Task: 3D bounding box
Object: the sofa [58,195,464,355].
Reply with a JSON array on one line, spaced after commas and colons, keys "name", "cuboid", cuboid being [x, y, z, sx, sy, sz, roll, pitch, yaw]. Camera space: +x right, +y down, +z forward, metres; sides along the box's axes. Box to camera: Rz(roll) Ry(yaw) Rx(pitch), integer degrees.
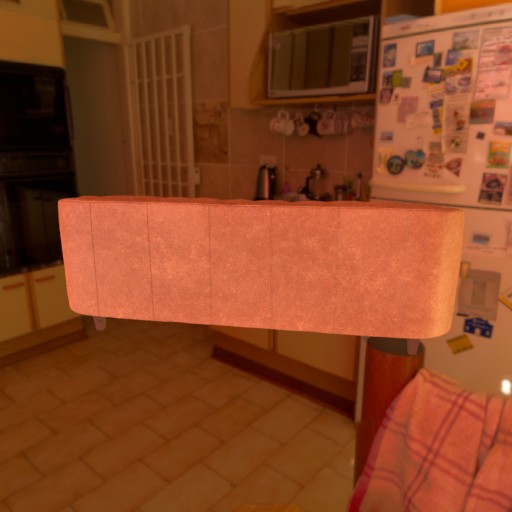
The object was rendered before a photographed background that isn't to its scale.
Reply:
[{"name": "sofa", "cuboid": [0.000, 0.000, 2.688, 2.257, 0.791, 0.922, 3, 15, 9]}]
